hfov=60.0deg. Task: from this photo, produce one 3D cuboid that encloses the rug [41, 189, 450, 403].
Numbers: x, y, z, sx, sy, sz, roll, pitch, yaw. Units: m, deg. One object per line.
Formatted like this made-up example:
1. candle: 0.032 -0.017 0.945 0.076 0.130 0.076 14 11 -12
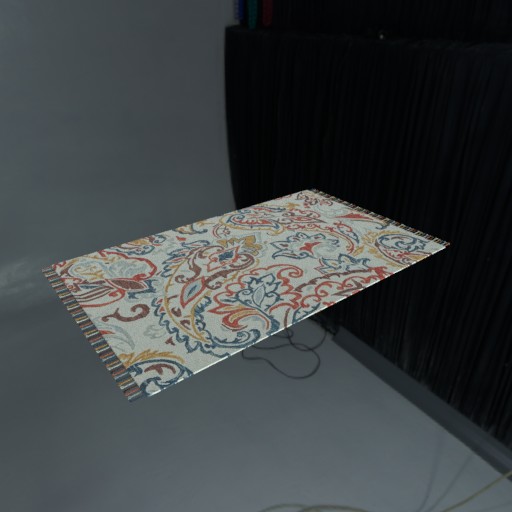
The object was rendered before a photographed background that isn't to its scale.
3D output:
1. rug: 0.000 0.000 3.220 2.584 0.010 1.523 -20 35 -32
